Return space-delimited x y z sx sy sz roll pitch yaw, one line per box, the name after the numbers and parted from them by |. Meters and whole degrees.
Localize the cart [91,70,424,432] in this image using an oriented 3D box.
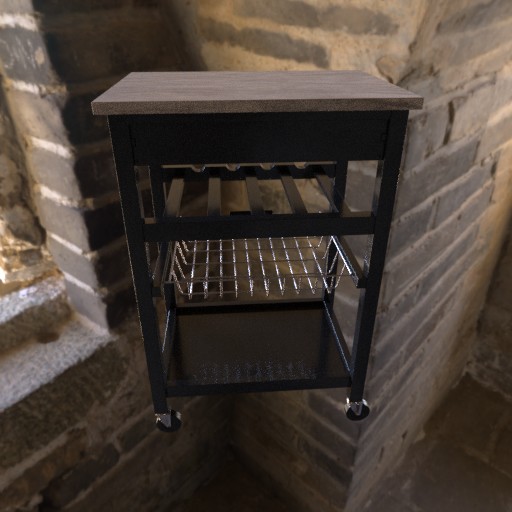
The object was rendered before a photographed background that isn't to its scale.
0.000 0.000 1.141 0.584 0.839 0.403 -2 29 -4 | cart
